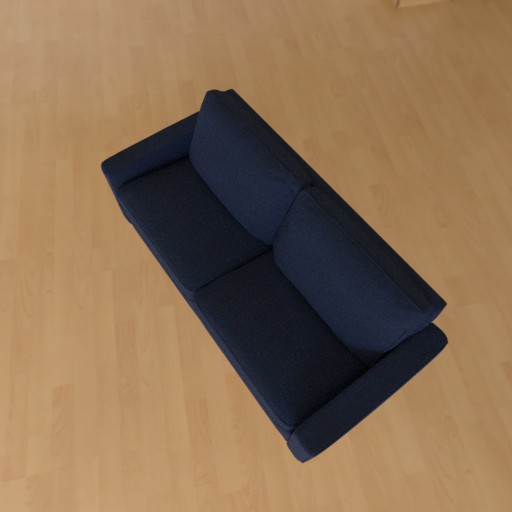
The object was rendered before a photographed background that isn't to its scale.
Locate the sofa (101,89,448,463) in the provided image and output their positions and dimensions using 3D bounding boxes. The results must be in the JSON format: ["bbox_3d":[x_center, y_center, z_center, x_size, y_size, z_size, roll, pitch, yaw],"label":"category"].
[{"bbox_3d":[0.000,0.000,2.586,0.940,0.919,2.080,-33,67,-16],"label":"sofa"}]
